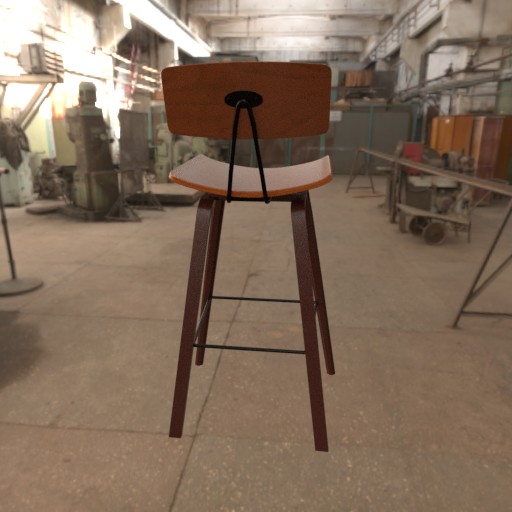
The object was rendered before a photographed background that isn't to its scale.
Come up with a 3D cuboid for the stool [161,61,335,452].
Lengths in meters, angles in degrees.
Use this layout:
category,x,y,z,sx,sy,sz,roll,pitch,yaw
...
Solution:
category,x,y,z,sx,sy,sz,roll,pitch,yaw
stool,0.000,0.000,1.266,0.509,0.969,0.440,2,16,7
